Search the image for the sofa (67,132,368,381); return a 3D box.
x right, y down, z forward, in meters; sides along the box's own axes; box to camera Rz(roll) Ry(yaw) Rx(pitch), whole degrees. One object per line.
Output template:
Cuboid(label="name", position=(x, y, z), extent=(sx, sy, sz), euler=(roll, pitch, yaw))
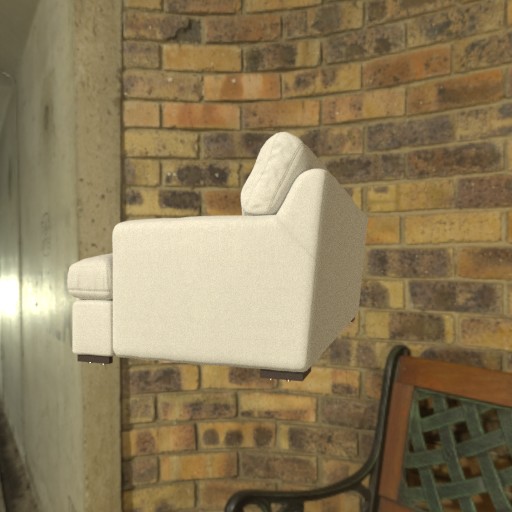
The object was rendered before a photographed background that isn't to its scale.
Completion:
Cuboid(label="sofa", position=(0.000, 0.000, 2.591), extent=(1.143, 0.940, 1.880), euler=(0, 0, 19))
